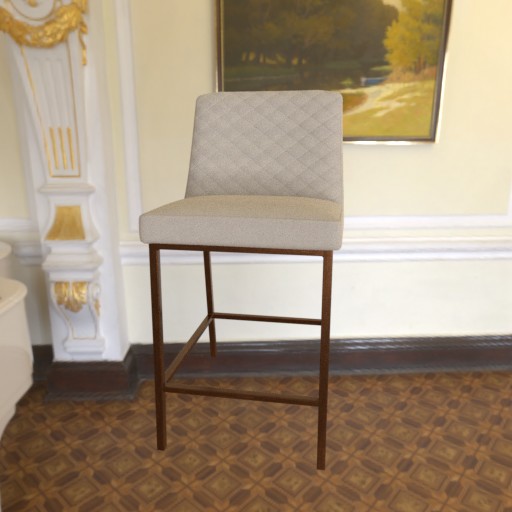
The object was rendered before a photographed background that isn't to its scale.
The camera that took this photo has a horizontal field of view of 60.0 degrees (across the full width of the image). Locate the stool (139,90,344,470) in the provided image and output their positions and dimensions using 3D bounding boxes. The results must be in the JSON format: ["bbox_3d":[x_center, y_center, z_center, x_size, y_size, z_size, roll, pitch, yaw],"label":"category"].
[{"bbox_3d":[0.000,0.000,1.320,0.507,0.973,0.576,2,15,9],"label":"stool"}]
